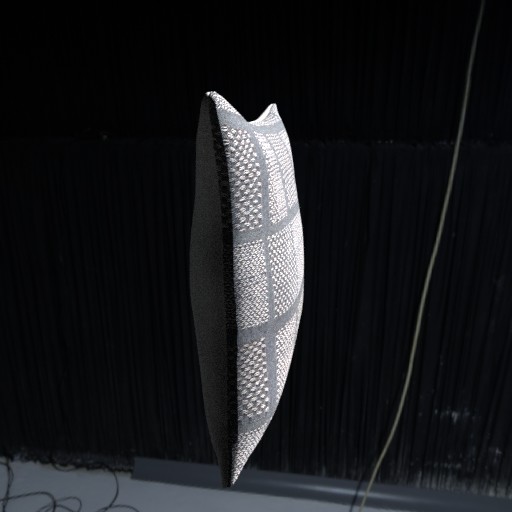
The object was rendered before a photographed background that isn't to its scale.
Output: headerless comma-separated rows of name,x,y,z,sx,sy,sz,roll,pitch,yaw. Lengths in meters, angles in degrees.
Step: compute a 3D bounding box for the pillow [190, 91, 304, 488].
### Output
pillow,0.000,0.000,0.648,0.138,0.432,0.435,3,18,9
